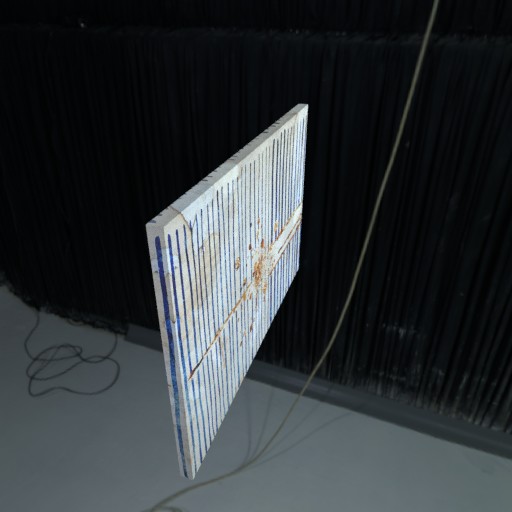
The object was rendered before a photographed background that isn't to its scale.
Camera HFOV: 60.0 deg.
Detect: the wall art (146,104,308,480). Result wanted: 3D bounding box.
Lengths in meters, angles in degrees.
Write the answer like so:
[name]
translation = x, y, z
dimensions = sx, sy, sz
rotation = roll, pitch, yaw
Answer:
[wall art]
translation = 0.000, 0.000, 1.183
dimensions = 0.030, 0.609, 0.919
rotation = 10, 32, 16
